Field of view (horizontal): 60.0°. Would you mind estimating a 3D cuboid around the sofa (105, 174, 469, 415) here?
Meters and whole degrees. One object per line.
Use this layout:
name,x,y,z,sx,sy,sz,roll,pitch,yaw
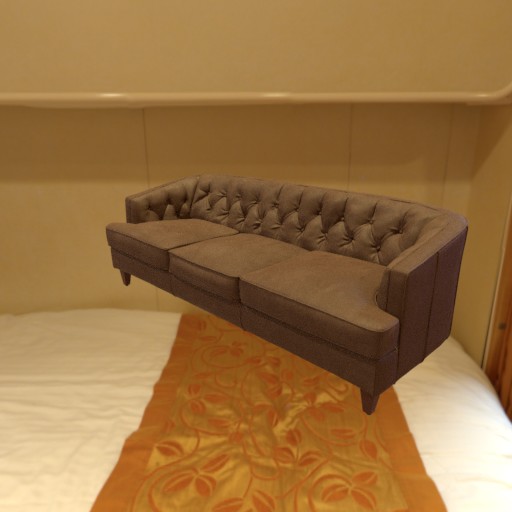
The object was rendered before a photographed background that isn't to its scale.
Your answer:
sofa,0.000,0.000,2.694,0.927,0.787,2.227,-17,24,-42
